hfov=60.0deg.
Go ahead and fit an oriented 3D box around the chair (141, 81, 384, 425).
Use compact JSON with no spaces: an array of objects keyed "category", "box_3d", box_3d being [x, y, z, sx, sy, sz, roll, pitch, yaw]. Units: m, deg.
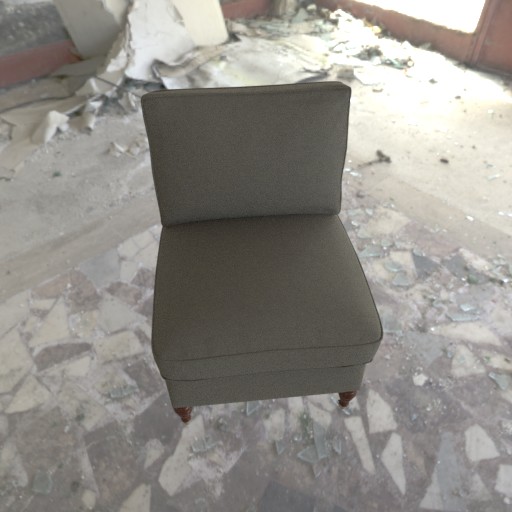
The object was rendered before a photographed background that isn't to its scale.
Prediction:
[{"category":"chair","box_3d":[0.000,0.000,1.647,0.724,1.045,0.924,-4,45,-4]}]
